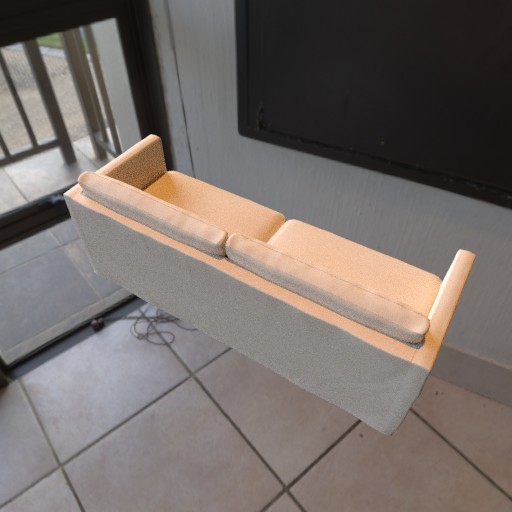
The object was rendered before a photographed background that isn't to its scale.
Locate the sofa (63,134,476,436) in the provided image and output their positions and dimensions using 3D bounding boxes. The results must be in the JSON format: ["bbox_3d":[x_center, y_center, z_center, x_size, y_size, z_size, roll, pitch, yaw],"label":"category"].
[{"bbox_3d":[0.000,0.000,3.304,2.779,0.999,1.036,24,51,21],"label":"sofa"}]
